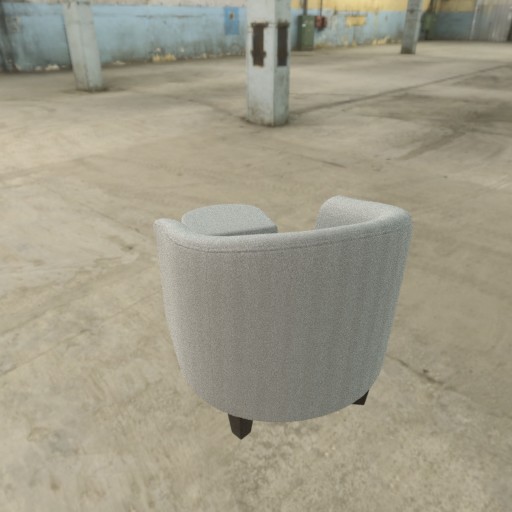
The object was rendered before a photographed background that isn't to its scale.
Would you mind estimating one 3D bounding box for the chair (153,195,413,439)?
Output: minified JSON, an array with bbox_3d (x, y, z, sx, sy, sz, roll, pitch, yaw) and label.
[{"bbox_3d":[0.000,0.000,1.740,0.756,0.757,1.288,-9,29,-17],"label":"chair"}]
